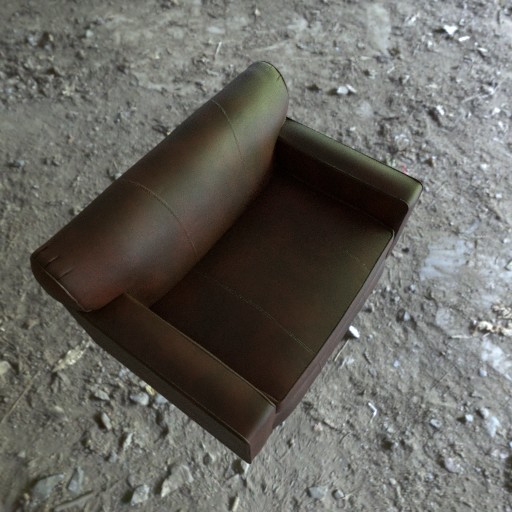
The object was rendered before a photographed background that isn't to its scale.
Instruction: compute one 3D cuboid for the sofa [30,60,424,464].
[{"bbox_3d":[0.000,0.000,2.011,1.000,0.956,1.413,31,63,18],"label":"sofa"}]
